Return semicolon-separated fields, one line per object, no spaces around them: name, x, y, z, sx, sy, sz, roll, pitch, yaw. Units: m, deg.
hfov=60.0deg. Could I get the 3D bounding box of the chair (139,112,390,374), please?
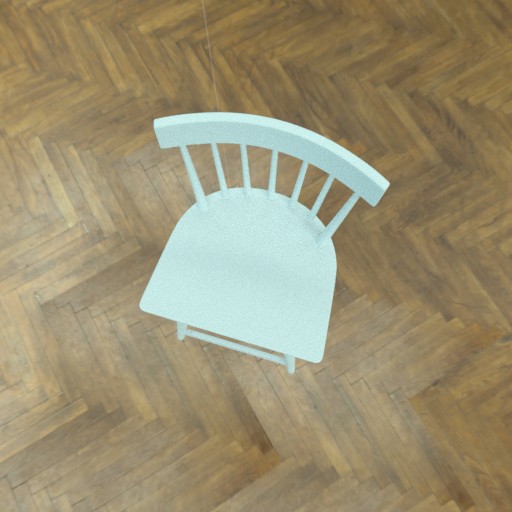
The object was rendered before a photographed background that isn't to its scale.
chair;0.000;0.000;1.288;0.483;0.952;0.572;16;76;4
